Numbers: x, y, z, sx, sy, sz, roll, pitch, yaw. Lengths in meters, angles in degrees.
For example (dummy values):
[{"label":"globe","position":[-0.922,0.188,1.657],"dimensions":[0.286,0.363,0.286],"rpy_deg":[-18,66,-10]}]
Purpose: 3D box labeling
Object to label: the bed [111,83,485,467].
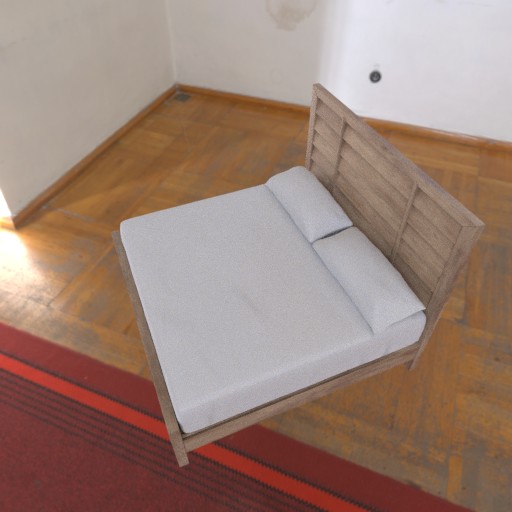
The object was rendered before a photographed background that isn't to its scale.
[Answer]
[{"label":"bed","position":[0.000,0.000,3.540],"dimensions":[2.062,1.626,2.032],"rpy_deg":[-17,48,-16]}]
